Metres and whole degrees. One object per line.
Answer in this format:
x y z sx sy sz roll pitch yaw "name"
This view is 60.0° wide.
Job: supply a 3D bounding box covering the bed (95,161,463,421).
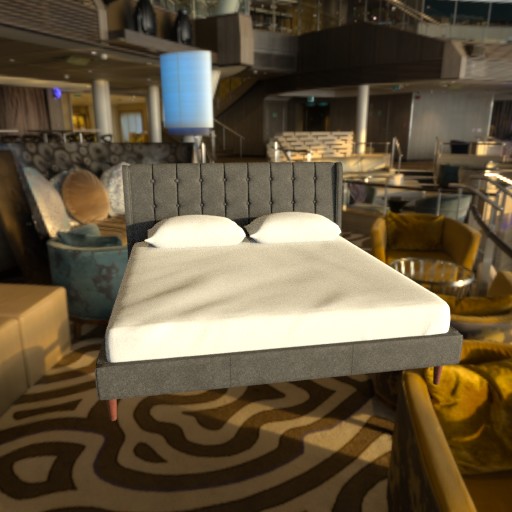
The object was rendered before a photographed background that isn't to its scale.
0.000 0.000 2.500 1.531 0.933 1.638 -3 16 -10 "bed"
